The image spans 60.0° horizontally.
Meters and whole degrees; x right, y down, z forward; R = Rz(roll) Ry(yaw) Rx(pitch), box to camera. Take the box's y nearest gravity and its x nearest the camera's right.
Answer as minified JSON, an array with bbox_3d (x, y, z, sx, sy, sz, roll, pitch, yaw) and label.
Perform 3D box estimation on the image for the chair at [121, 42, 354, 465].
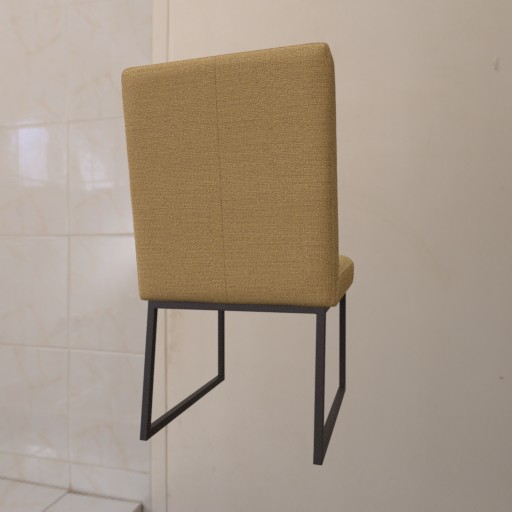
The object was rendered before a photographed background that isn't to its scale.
[{"bbox_3d":[0.000,0.000,1.296,0.520,0.930,0.634,0,1,17],"label":"chair"}]
